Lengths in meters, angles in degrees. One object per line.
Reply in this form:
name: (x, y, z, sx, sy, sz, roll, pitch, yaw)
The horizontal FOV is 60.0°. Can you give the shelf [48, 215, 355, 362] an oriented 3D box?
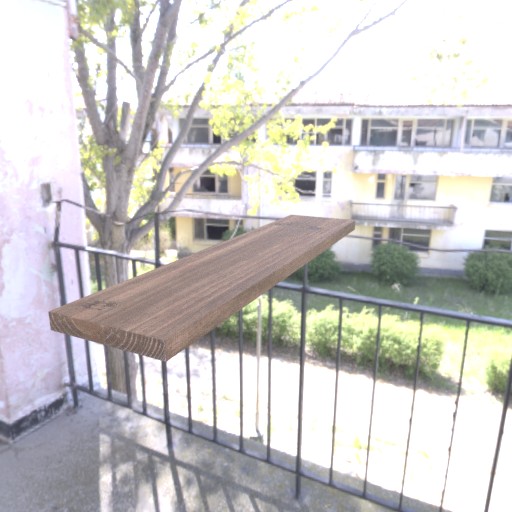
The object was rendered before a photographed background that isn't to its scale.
shelf: (0.000, 0.000, 0.661, 0.140, 0.020, 0.610, 8, 17, 26)
